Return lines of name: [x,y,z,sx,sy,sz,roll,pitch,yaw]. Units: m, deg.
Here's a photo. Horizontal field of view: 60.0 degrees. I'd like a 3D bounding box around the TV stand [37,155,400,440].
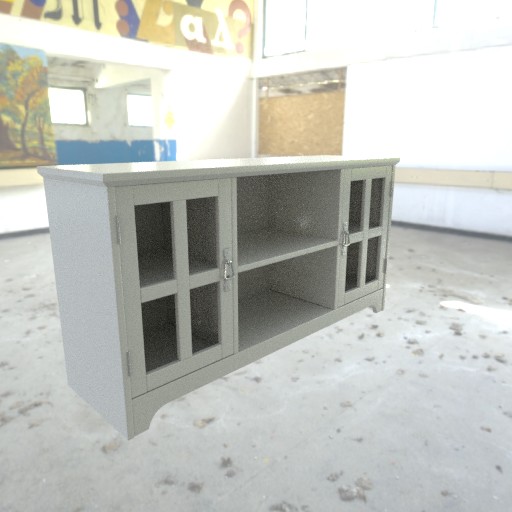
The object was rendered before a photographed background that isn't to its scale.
TV stand: [0.000,0.000,1.437,1.167,0.603,0.344,-14,20,-43]
